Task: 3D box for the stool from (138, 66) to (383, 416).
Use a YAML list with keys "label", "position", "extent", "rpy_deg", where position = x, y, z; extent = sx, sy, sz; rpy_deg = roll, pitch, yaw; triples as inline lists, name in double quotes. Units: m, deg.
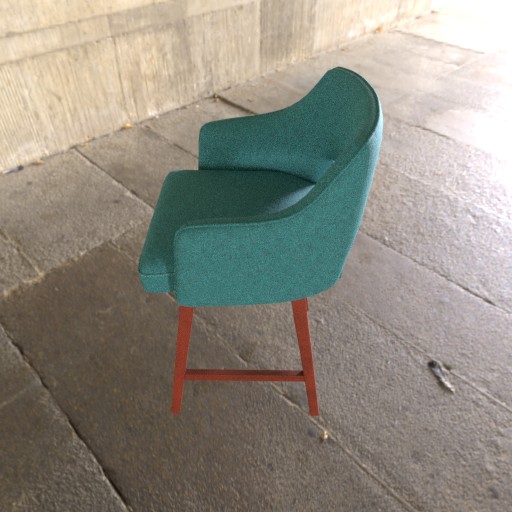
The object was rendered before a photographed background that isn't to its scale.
- label: "stool"
  position: [0.000, 0.000, 1.291]
  extent: [0.556, 0.961, 0.548]
  rpy_deg: [1, 42, 1]
